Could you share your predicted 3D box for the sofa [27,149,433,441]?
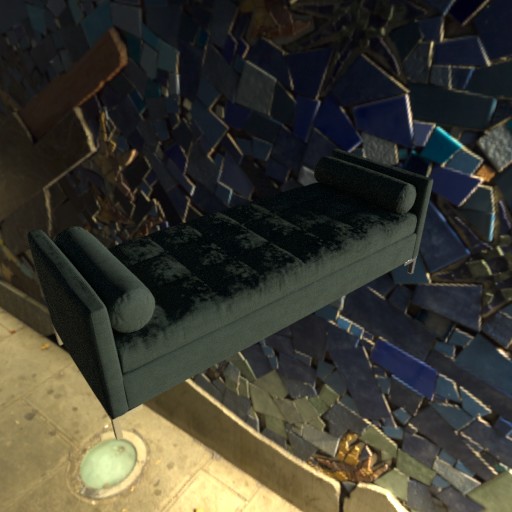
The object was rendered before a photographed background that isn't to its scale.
[{"bbox_3d":[0.000,0.000,2.479,2.102,0.657,0.797,-22,37,-32],"label":"sofa"}]
